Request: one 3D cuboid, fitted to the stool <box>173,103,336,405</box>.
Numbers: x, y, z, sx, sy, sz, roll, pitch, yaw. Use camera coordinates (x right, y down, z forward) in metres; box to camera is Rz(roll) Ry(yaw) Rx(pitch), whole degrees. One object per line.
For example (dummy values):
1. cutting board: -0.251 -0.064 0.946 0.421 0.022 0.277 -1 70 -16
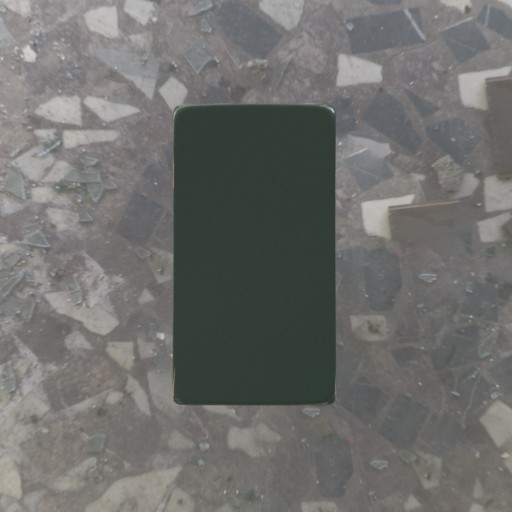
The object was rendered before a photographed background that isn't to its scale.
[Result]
1. stool: 0.000 0.000 1.016 0.476 0.737 0.457 0 90 1
